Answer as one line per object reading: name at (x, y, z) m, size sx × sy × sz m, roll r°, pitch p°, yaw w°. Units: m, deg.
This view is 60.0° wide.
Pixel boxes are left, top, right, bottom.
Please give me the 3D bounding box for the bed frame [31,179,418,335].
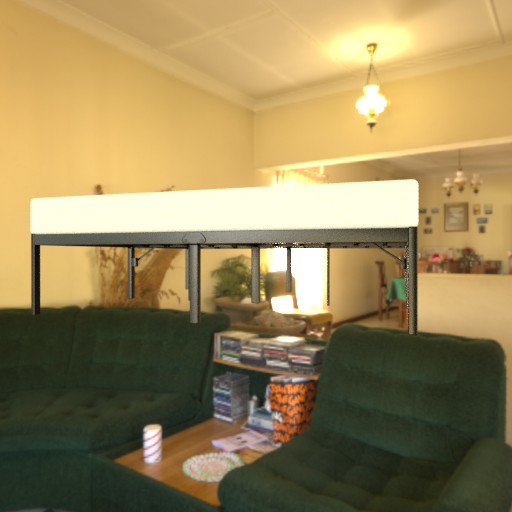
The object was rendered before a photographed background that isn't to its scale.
bed frame at (0.000, 0.000, 3.102) m, size 2.079 × 0.659 × 1.963 m, roll 0°, pitch 0°, yaw 18°
